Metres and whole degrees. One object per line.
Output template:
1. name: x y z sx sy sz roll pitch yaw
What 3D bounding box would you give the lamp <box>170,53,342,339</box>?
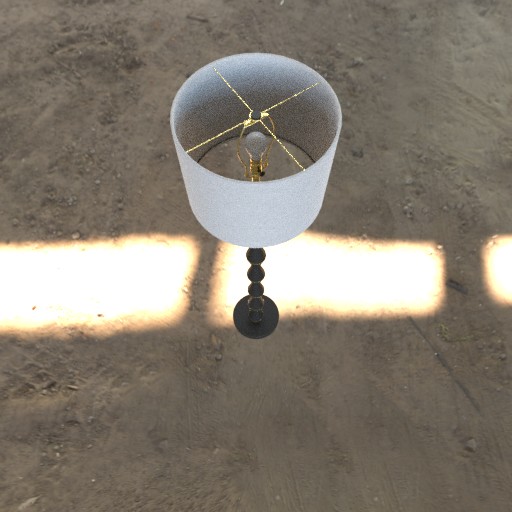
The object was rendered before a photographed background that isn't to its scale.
1. lamp: 0.000 0.000 1.651 0.381 1.480 0.381 -32 69 -14
